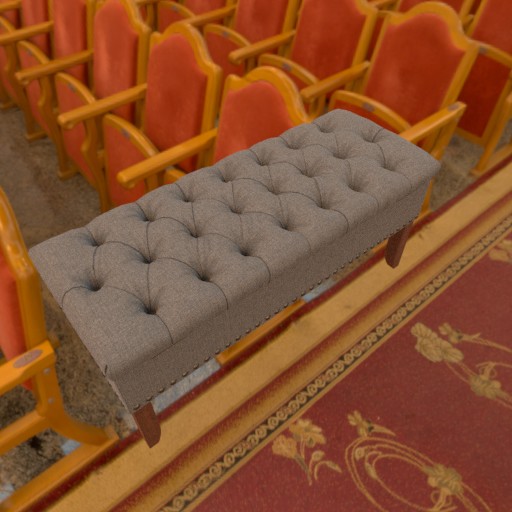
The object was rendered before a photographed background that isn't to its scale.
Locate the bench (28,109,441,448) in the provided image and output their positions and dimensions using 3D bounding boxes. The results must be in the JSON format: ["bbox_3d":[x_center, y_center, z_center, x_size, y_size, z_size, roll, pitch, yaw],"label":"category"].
[{"bbox_3d":[0.000,0.000,1.296,1.052,0.470,0.417,-31,54,-26],"label":"bench"}]
